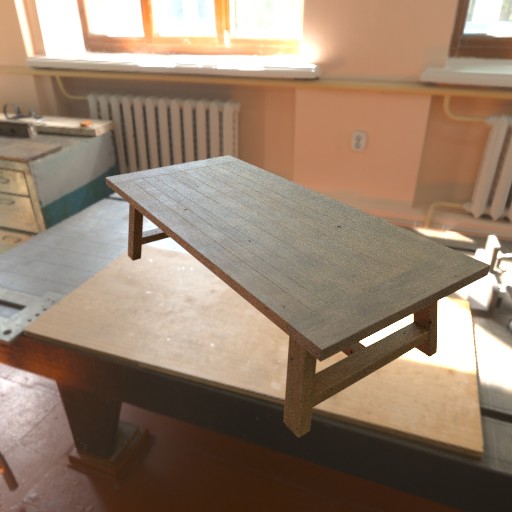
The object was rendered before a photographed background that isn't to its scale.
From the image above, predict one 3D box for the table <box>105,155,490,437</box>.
[{"bbox_3d":[0.000,0.000,2.160,0.820,0.465,1.800,-18,33,-30],"label":"table"}]
